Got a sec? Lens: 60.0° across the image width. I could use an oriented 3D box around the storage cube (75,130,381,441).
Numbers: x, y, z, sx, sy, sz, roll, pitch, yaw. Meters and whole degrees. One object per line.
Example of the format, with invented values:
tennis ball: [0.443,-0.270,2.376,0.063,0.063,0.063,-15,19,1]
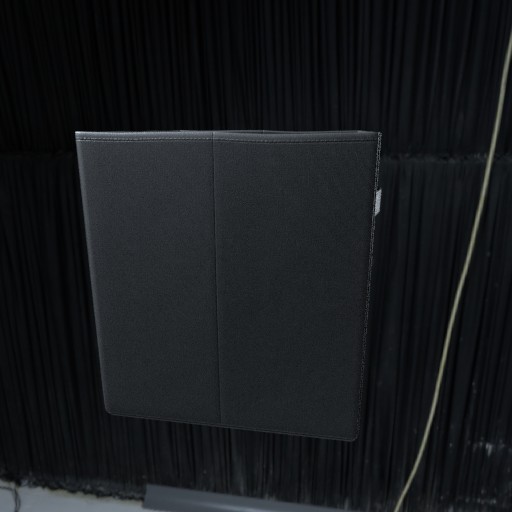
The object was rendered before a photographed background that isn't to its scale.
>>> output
storage cube: [0.000,0.000,0.516,0.270,0.280,0.270,3,16,9]
